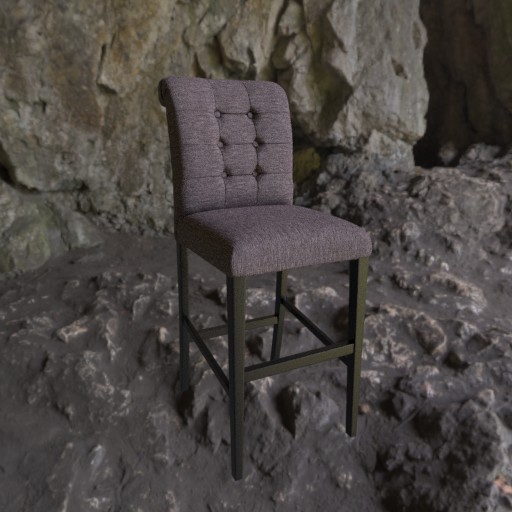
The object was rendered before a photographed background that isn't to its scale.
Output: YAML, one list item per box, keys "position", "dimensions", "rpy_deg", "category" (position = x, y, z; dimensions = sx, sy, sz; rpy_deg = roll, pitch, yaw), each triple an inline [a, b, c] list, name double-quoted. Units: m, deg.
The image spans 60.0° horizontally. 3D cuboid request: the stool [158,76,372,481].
- position: [0.000, 0.000, 1.451]
  dimensions: [0.452, 1.131, 0.613]
  rpy_deg: [-8, 17, -26]
  category: "stool"
